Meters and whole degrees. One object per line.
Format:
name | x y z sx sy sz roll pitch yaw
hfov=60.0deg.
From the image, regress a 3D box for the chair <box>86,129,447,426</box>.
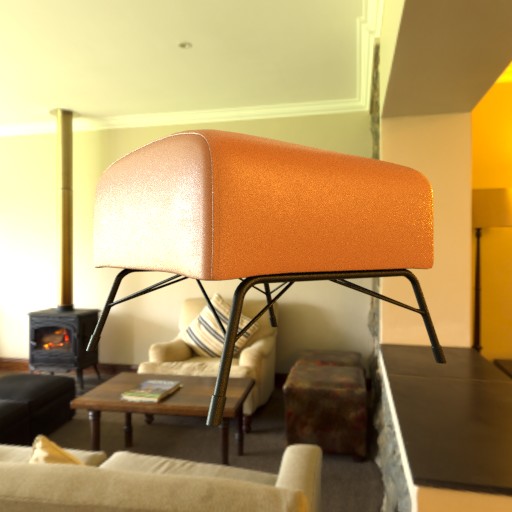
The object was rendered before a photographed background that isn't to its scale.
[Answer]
chair | 0.000 0.000 0.906 0.530 0.410 0.530 0 1 -37
